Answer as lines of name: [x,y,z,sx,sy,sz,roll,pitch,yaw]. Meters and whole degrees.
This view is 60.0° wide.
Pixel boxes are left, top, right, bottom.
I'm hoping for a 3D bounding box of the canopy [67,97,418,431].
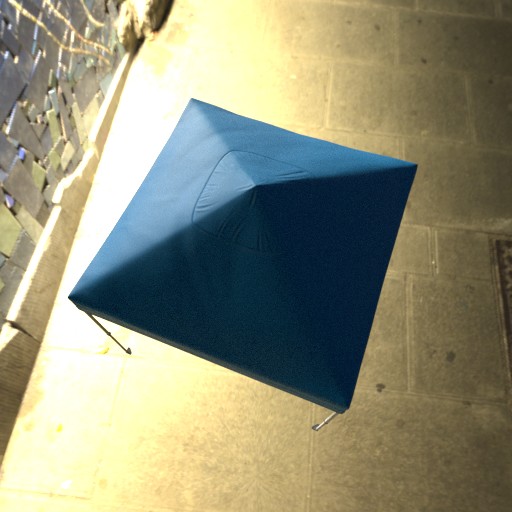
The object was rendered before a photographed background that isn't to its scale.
canopy: [0.000,0.000,5.542,2.996,2.997,2.998,19,65,9]
